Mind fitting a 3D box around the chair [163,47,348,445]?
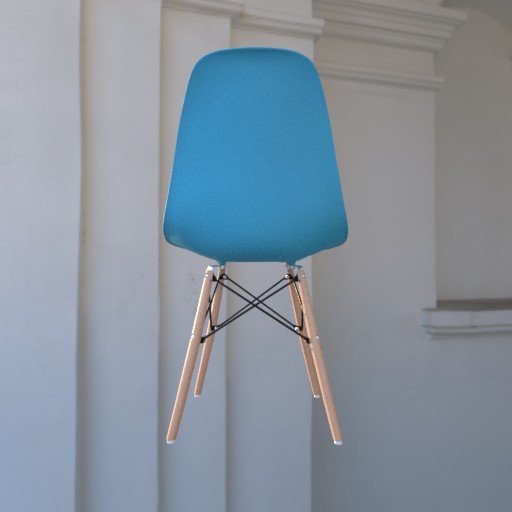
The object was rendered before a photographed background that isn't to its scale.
[{"bbox_3d":[0.000,0.000,1.145,0.470,0.826,0.531,0,-2,1],"label":"chair"}]
